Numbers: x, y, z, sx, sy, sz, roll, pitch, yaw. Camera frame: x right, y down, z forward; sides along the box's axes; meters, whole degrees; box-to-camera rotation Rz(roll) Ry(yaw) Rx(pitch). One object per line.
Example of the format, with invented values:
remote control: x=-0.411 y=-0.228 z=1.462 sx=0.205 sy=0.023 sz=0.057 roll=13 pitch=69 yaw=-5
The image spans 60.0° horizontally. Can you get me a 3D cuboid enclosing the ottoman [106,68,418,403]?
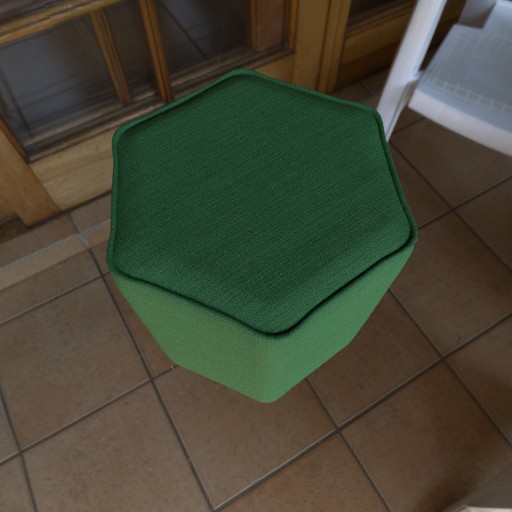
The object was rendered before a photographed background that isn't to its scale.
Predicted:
ottoman: x=0.000 y=0.000 z=0.875 sx=0.499 sy=0.507 sz=0.444 roll=-33 pitch=67 yaw=-16
